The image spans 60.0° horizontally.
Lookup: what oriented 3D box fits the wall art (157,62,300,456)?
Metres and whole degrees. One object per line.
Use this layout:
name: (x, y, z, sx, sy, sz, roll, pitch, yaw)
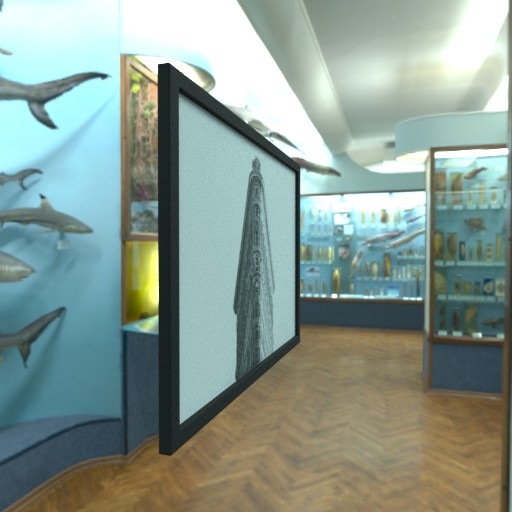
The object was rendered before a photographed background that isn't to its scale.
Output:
wall art: (0.000, 0.000, 1.195, 0.026, 0.656, 0.958, 0, 1, 19)
